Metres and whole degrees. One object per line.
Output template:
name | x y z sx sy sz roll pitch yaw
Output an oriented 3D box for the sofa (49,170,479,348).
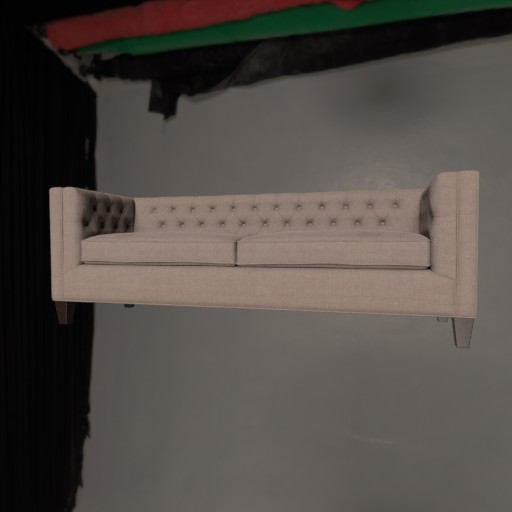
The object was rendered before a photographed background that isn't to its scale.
sofa | 0.000 0.000 2.522 2.159 0.762 0.775 0 2 16
